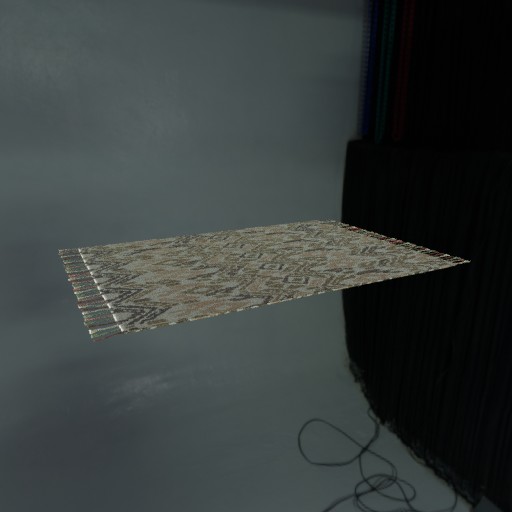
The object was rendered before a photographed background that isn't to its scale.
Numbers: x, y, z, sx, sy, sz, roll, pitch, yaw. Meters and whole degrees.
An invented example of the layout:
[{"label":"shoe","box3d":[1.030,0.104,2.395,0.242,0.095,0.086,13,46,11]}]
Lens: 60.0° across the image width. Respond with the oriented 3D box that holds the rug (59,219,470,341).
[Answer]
[{"label":"rug","box3d":[0.000,0.000,2.330,1.829,0.008,1.219,-9,19,-27]}]
